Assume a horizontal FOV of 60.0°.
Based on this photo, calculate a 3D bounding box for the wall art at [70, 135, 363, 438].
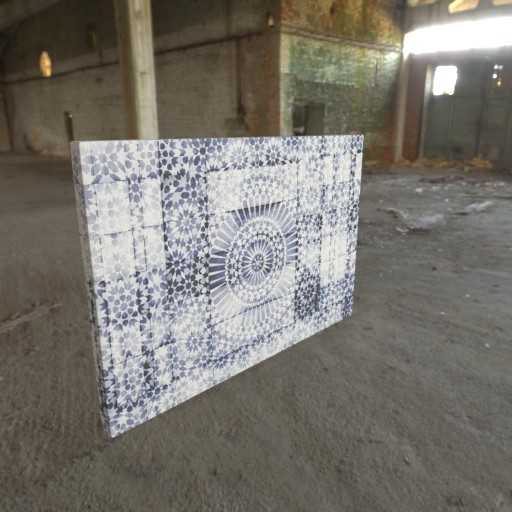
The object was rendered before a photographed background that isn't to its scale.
[{"bbox_3d":[0.000,0.000,0.784,0.030,0.406,0.608,16,22,43],"label":"wall art"}]
